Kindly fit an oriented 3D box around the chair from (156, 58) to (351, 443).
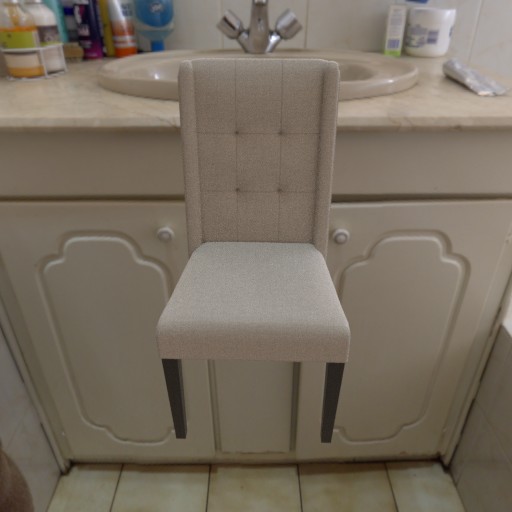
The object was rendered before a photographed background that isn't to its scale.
[{"bbox_3d":[0.000,0.000,1.248,0.474,0.961,0.523,1,31,2],"label":"chair"}]
